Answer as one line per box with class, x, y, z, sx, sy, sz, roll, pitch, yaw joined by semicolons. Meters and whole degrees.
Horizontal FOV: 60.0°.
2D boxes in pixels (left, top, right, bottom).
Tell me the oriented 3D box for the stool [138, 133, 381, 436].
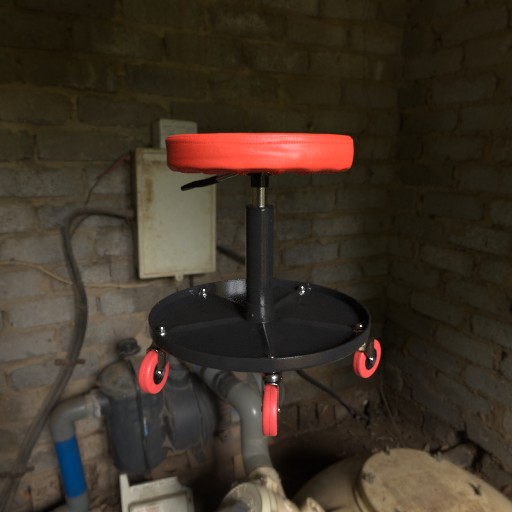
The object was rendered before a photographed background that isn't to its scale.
stool;0.000;0.000;0.699;0.382;0.365;0.381;7;15;25
